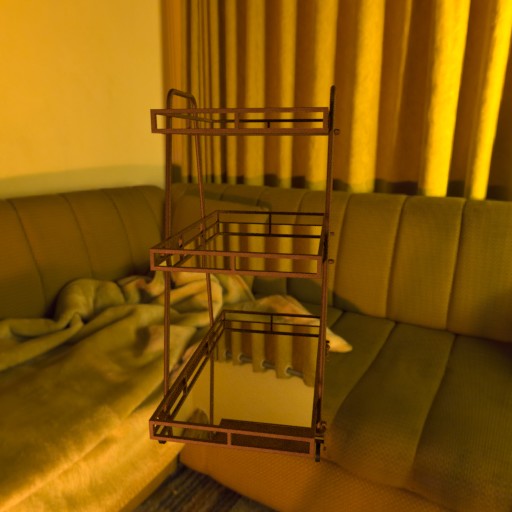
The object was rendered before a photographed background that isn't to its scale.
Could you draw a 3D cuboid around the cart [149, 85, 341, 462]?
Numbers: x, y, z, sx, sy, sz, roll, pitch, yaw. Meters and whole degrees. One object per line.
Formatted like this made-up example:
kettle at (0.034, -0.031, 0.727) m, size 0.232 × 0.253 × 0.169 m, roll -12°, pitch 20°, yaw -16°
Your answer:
cart at (0.000, 0.000, 1.253) m, size 0.441 × 0.883 × 0.711 m, roll 2°, pitch 15°, yaw 9°
